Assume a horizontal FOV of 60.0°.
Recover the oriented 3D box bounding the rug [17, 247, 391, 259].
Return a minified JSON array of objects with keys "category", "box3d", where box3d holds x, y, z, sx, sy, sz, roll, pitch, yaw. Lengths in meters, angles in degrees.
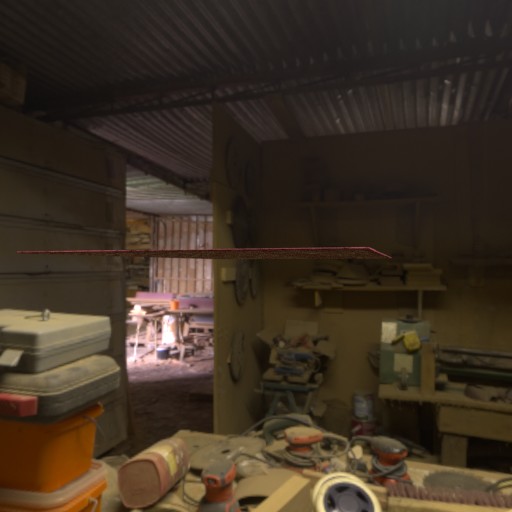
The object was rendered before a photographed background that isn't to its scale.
[{"category":"rug","box3d":[0.000,0.000,2.811,1.579,0.007,2.184,0,-1,19]}]
